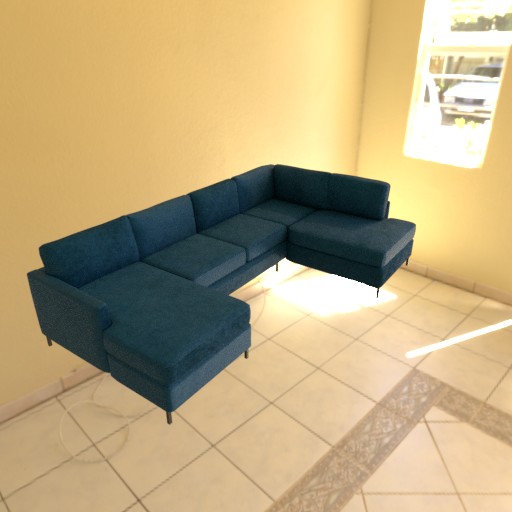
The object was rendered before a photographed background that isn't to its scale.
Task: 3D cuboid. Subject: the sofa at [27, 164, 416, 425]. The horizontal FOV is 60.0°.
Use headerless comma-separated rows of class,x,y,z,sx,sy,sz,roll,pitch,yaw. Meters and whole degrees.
sofa,0.000,0.000,4.312,2.055,0.992,3.434,17,31,32
